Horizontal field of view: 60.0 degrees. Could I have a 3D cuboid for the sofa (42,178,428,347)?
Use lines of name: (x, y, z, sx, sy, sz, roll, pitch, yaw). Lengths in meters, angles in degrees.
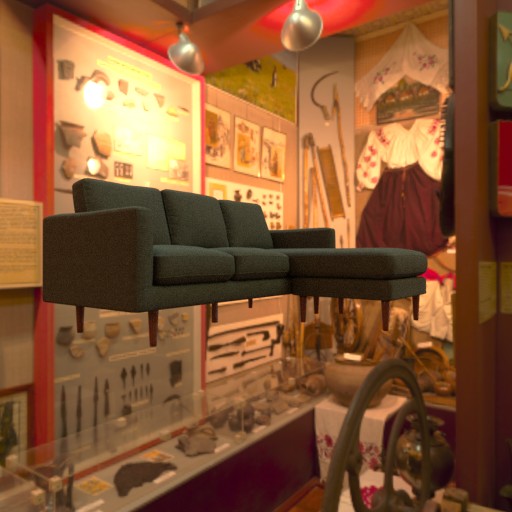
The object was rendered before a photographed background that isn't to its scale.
sofa: (0.000, 0.000, 2.966, 1.667, 0.957, 2.055, 0, 0, 38)
